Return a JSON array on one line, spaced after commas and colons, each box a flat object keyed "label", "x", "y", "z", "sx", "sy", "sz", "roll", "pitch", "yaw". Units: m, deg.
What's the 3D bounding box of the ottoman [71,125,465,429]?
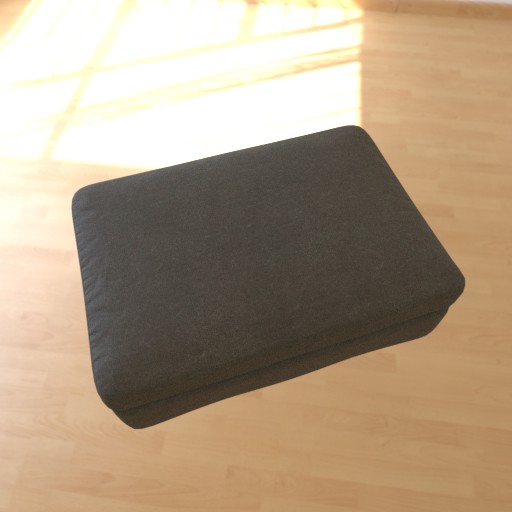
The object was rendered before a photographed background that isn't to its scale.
[{"label": "ottoman", "x": 0.000, "y": 0.000, "z": 1.623, "sx": 1.199, "sy": 0.429, "sz": 0.840, "roll": -15, "pitch": 59, "yaw": -10}]
